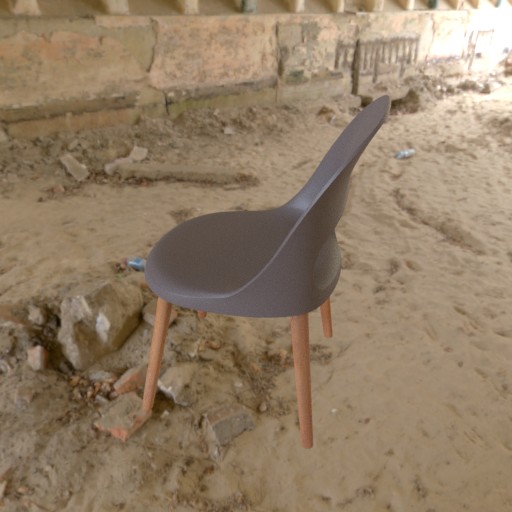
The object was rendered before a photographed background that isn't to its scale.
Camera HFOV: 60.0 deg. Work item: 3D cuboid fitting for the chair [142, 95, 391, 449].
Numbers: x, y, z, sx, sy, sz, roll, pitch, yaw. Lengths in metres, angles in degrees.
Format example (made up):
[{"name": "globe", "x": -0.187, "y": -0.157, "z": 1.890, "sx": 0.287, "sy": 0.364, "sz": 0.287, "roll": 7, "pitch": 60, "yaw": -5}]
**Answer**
[{"name": "chair", "x": 0.000, "y": 0.000, "z": 1.137, "sx": 0.556, "sy": 0.794, "sz": 0.470, "roll": 8, "pitch": 31, "yaw": 13}]
